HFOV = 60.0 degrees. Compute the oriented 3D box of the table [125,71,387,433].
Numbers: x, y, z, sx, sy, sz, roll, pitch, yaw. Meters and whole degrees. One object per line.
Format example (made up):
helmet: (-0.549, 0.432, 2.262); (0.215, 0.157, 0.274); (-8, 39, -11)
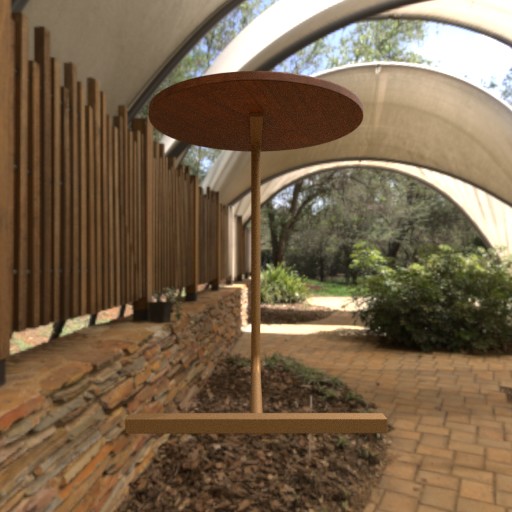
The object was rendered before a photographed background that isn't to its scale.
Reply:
table: (0.000, 0.000, 1.134); (0.530, 0.706, 0.577); (0, 0, 0)
